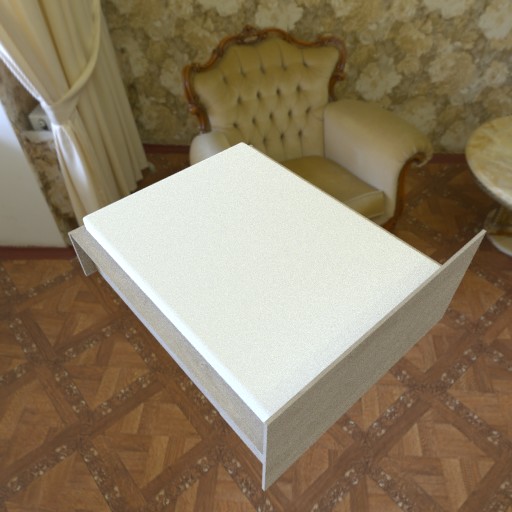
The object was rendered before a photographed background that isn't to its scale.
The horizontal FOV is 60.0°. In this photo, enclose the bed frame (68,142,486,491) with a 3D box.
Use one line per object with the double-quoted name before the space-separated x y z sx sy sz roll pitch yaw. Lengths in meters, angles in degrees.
"bed frame" 0.000 0.000 2.840 1.622 0.800 1.960 -33 54 -27
